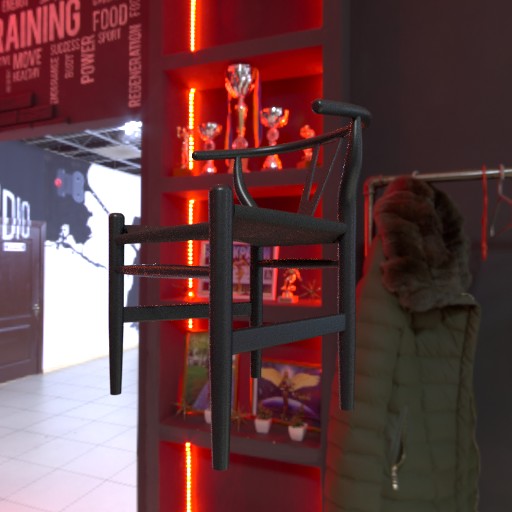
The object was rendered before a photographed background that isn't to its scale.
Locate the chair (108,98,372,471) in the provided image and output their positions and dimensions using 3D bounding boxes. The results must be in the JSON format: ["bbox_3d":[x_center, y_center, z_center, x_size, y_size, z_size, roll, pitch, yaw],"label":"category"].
[{"bbox_3d":[0.000,0.000,1.130,0.579,0.730,0.569,1,-1,-36],"label":"chair"}]
